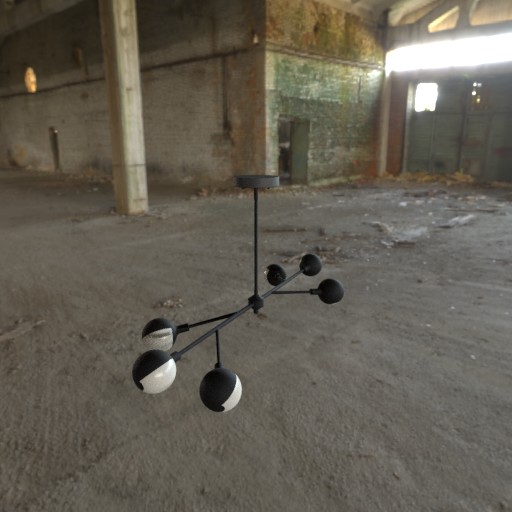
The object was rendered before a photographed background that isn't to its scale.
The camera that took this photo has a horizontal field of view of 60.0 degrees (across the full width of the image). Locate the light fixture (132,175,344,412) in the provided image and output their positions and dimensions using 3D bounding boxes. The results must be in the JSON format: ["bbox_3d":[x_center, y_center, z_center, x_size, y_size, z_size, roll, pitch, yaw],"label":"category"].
[{"bbox_3d":[0.000,0.000,1.021,0.434,0.362,0.778,13,19,41],"label":"light fixture"}]
